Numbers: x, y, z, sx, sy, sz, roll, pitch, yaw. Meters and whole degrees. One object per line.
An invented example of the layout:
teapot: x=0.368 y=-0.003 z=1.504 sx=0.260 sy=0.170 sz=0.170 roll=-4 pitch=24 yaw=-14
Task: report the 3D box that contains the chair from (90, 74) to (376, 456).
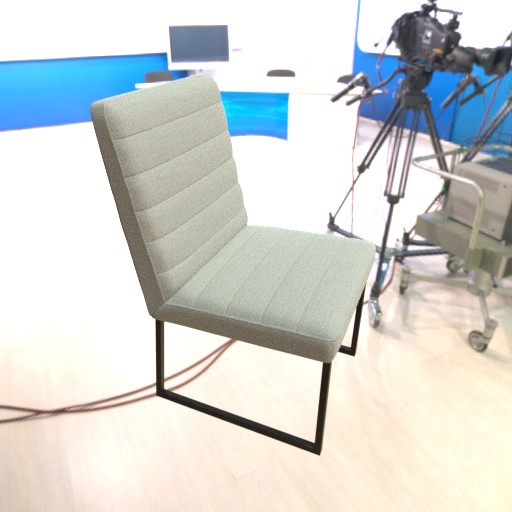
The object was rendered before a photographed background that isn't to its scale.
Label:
chair: x=0.000 y=0.000 z=1.314 sx=0.634 sy=0.930 sz=0.520 roll=12 pitch=32 yaw=20
